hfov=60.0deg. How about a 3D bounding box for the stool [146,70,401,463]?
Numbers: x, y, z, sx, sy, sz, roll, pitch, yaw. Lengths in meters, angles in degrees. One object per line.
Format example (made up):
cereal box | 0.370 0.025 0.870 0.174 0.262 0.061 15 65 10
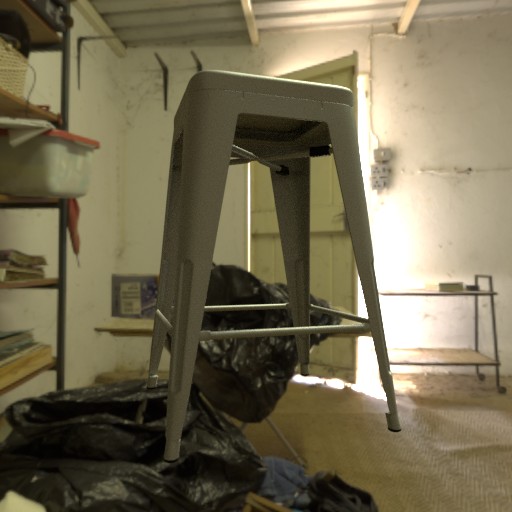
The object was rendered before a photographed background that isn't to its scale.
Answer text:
stool | 0.000 0.000 0.897 0.406 0.610 0.406 0 0 -18
